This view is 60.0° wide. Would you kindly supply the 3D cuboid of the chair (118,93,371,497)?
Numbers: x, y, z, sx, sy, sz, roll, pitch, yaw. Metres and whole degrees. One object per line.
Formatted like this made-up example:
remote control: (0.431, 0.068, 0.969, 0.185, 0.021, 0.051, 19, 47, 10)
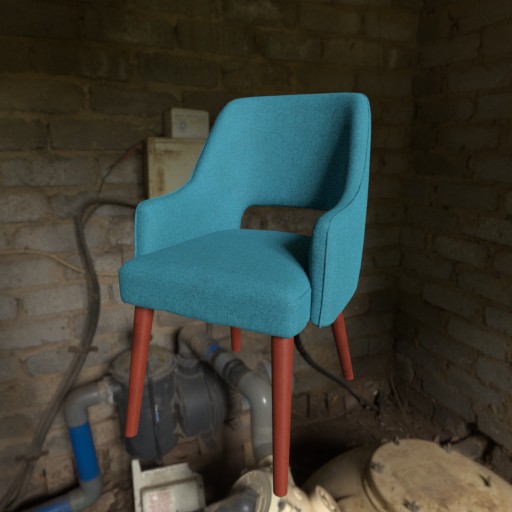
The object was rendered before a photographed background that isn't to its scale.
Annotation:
chair: (0.000, 0.000, 1.169, 0.548, 0.849, 0.605, 8, 17, 27)
